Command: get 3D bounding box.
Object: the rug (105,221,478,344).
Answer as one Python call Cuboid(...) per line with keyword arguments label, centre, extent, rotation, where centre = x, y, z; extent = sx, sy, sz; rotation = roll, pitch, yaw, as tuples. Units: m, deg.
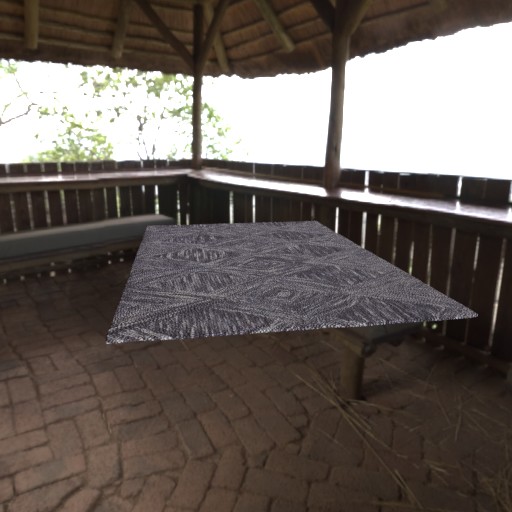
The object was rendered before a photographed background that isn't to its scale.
Cuboid(label="rug", centre=(0.000, 0.000, 2.218), extent=(1.186, 0.012, 1.814), rotation=(-2, 15, -9))
